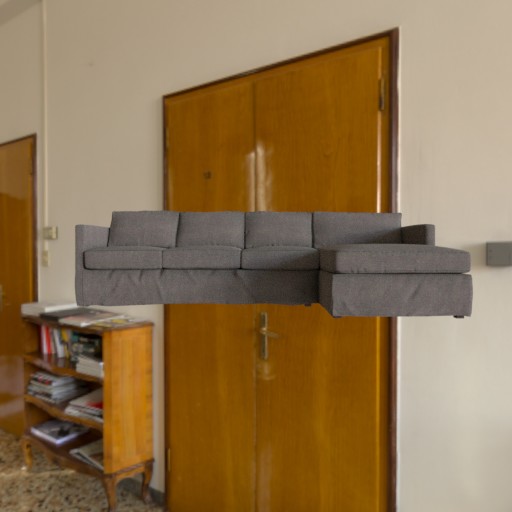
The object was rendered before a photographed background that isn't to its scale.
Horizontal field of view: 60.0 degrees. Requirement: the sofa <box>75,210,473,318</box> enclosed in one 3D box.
[{"bbox_3d":[0.000,0.000,3.990,3.205,0.922,1.650,0,1,1],"label":"sofa"}]
